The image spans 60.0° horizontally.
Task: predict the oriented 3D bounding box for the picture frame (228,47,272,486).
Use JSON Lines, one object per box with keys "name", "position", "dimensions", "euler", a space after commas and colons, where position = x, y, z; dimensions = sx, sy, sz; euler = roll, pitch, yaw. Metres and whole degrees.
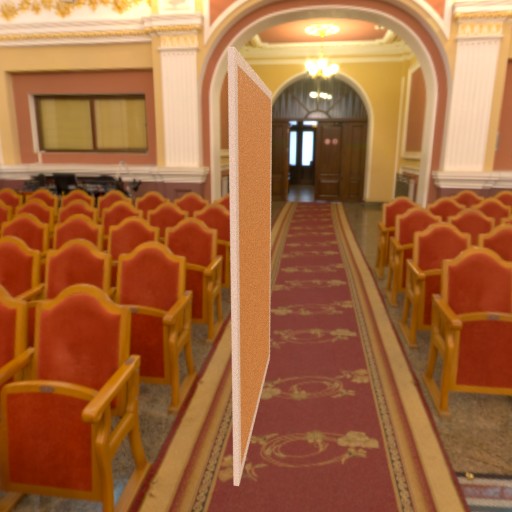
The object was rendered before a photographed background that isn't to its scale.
{"name": "picture frame", "position": [0.000, 0.000, 1.236], "dimensions": [0.013, 0.940, 0.659], "euler": [2, 13, 8]}
